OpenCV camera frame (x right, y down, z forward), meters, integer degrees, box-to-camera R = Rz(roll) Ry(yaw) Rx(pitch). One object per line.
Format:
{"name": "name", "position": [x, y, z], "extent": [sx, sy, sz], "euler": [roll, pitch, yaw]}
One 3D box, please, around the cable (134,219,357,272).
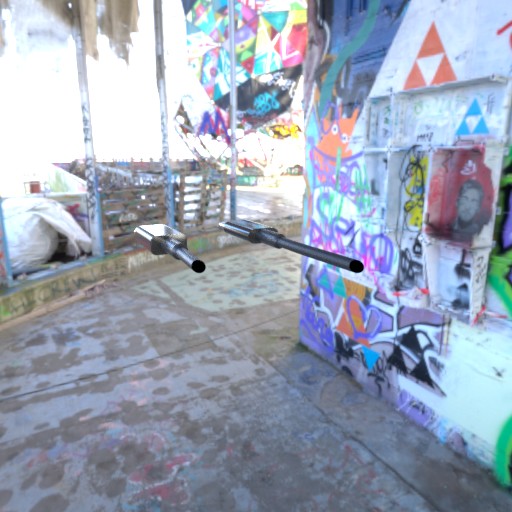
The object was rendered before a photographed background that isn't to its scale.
{"name": "cable", "position": [0.000, 0.000, 0.110], "extent": [0.040, 0.006, 0.098], "euler": [-7, 15, -27]}
